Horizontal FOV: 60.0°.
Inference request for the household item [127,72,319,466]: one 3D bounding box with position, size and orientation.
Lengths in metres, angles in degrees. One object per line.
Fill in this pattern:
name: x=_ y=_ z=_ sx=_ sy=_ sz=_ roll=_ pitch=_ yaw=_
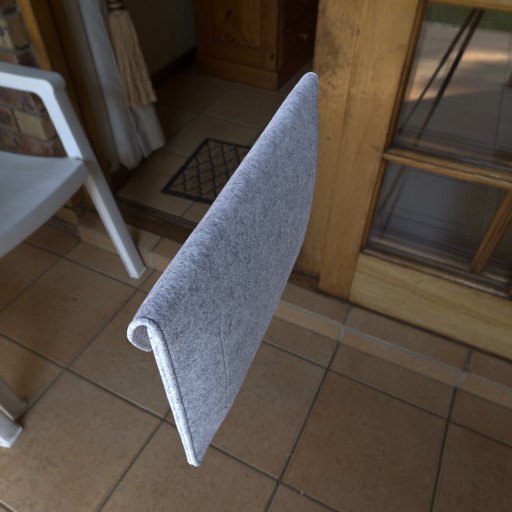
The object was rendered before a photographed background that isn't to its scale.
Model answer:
household item: x=0.000 y=0.000 z=0.426 sx=0.057 sy=0.221 sz=0.335 roll=15 pitch=48 yaw=14
